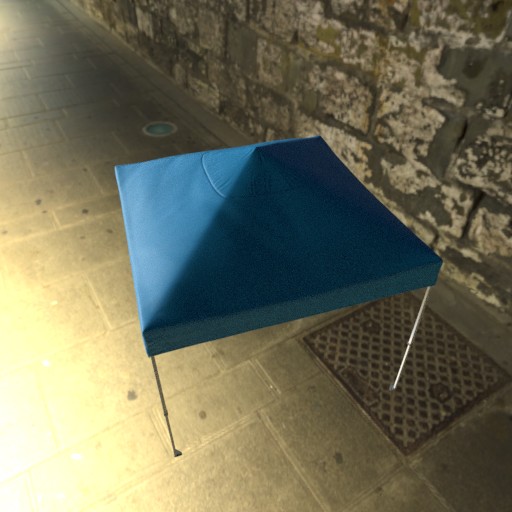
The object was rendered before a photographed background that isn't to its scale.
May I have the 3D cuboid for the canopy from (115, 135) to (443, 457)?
[{"bbox_3d":[0.000,0.000,5.621,2.996,2.997,2.998,-12,42,-14],"label":"canopy"}]
